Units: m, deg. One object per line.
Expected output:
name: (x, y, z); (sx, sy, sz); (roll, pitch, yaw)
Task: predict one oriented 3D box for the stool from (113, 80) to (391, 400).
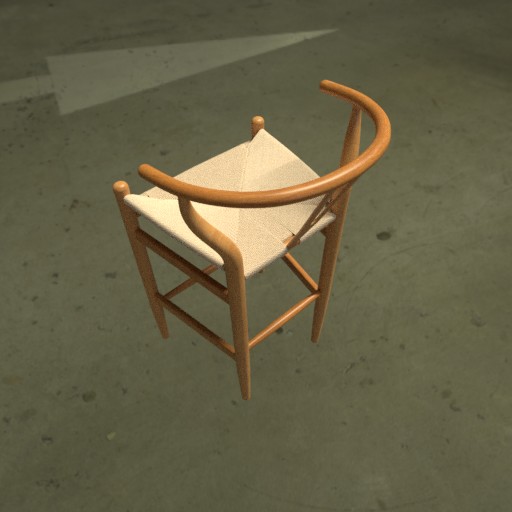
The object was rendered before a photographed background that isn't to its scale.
stool: (0.000, 0.000, 1.325); (0.569, 0.970, 0.579); (-33, 56, -26)
